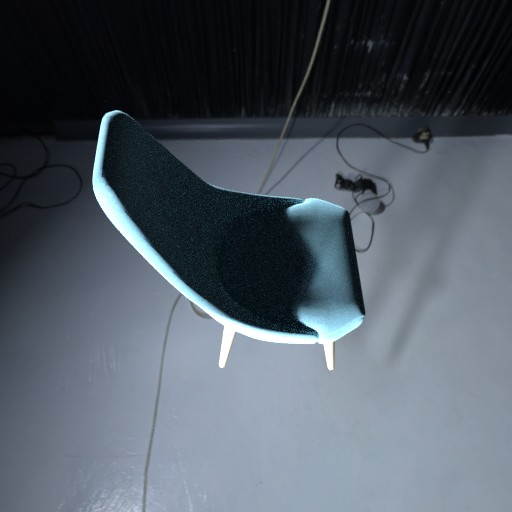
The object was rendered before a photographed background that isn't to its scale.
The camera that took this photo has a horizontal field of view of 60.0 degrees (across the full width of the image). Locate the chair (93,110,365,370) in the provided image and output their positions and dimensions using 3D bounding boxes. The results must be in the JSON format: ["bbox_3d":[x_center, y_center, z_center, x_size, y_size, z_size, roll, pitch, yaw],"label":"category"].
[{"bbox_3d":[0.000,0.000,1.377,0.660,1.040,0.510,-2,63,-1],"label":"chair"}]
